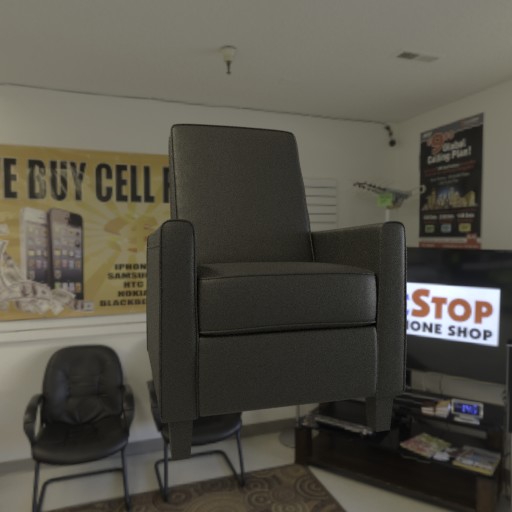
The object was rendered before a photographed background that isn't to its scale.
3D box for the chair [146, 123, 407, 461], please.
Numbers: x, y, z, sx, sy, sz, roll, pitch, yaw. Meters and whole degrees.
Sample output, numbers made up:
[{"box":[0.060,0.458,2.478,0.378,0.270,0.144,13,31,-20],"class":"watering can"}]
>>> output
[{"box":[0.000,0.000,1.512,0.705,1.013,0.746,-1,3,-16],"class":"chair"}]
